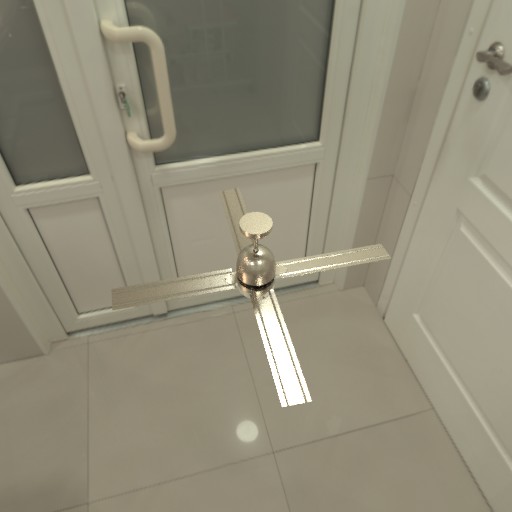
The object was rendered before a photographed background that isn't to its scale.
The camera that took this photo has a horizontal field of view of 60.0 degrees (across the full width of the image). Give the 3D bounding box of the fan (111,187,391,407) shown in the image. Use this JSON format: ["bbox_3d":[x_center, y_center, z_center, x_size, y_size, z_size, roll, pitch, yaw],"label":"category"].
[{"bbox_3d":[0.000,0.000,2.030,1.346,0.406,1.346,-11,47,-10],"label":"fan"}]
